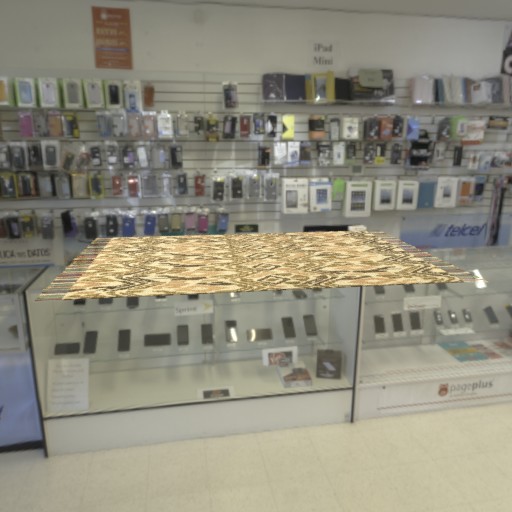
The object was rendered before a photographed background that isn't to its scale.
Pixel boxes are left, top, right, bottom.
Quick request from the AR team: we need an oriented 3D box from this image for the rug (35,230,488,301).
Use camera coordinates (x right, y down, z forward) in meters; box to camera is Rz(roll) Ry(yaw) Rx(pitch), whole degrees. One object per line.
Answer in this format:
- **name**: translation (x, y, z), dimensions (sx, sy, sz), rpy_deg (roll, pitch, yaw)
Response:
- **rug**: translation (0.000, 0.000, 3.049), dimensions (2.438, 0.008, 1.524), rpy_deg (-2, 15, -8)
